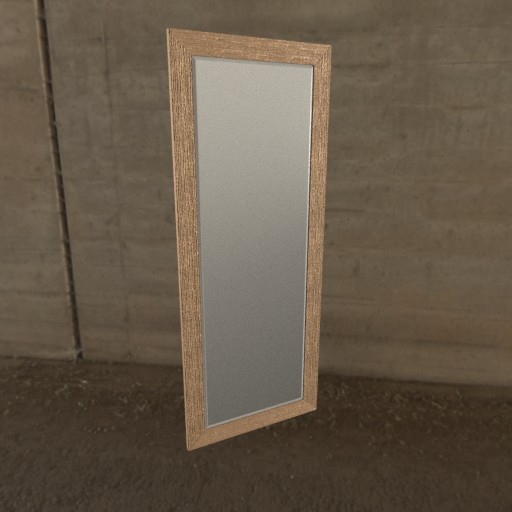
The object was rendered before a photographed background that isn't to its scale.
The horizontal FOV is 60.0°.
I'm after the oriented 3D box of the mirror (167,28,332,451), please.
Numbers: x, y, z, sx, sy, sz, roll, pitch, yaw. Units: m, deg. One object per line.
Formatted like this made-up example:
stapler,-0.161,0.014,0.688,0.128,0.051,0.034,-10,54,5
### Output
mirror,0.000,0.000,2.260,0.812,2.031,0.026,-8,17,-26
